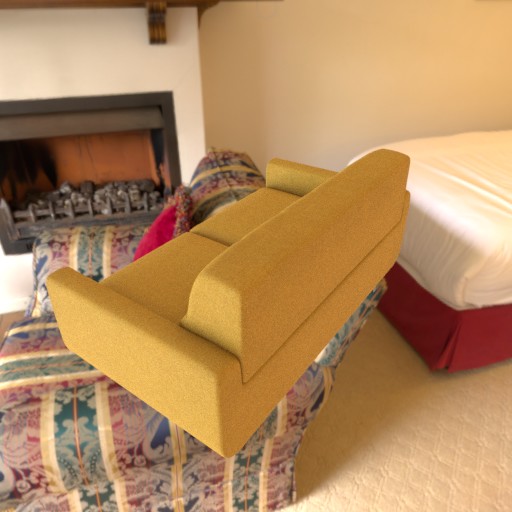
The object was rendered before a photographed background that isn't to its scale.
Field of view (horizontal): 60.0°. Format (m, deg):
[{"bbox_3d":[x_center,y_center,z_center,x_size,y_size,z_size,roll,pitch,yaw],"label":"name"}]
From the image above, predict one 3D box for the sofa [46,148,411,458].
[{"bbox_3d":[0.000,0.000,2.137,0.909,0.841,1.631,21,39,30],"label":"sofa"}]
